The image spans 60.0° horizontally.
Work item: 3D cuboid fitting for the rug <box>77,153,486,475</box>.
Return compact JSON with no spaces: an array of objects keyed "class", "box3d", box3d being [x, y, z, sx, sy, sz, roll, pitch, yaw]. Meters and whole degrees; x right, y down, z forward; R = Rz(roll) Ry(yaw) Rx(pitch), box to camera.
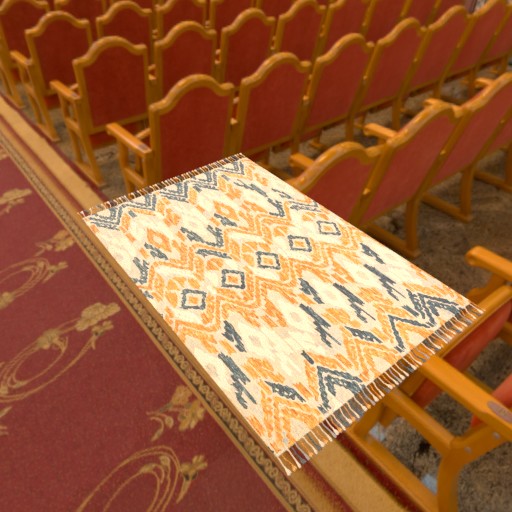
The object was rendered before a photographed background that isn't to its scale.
[{"class":"rug","box3d":[0.000,0.000,2.953,1.533,0.010,2.428,-27,48,-28]}]
